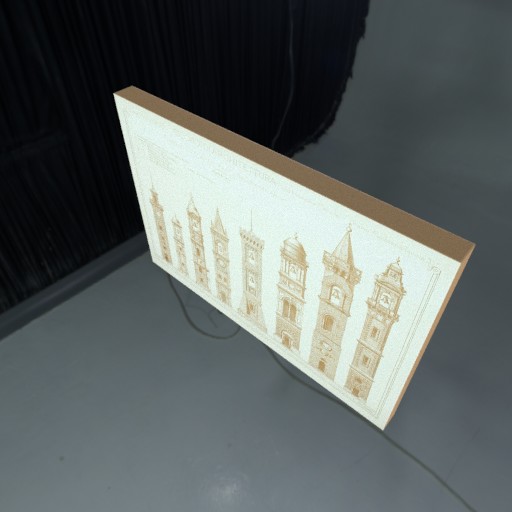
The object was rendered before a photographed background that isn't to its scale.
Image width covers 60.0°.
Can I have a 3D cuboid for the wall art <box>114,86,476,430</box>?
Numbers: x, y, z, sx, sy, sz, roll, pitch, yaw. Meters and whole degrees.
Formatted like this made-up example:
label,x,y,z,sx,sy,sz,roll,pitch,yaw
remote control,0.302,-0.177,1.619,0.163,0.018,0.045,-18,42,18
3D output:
label,x,y,z,sx,sy,sz,roll,pitch,yaw
wall art,0.000,0.000,0.763,0.609,0.407,0.039,32,53,28
